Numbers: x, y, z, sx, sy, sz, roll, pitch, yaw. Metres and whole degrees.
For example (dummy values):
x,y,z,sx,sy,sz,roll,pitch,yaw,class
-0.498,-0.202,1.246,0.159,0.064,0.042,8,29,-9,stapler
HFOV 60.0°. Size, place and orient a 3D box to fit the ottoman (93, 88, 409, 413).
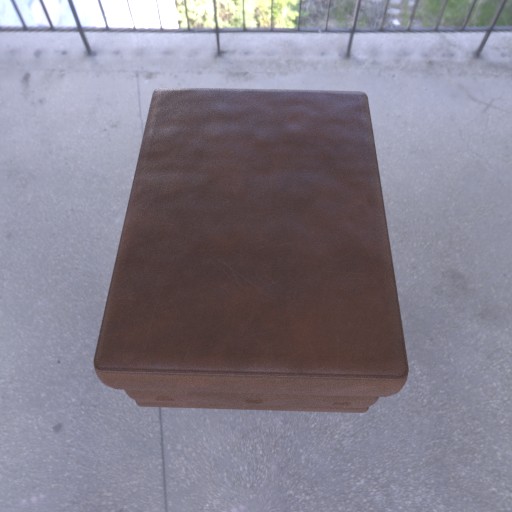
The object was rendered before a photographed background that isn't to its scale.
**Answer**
x,y,z,sx,sy,sz,roll,pitch,yaw,class
0.000,0.000,1.190,0.588,0.509,0.795,1,59,1,ottoman
